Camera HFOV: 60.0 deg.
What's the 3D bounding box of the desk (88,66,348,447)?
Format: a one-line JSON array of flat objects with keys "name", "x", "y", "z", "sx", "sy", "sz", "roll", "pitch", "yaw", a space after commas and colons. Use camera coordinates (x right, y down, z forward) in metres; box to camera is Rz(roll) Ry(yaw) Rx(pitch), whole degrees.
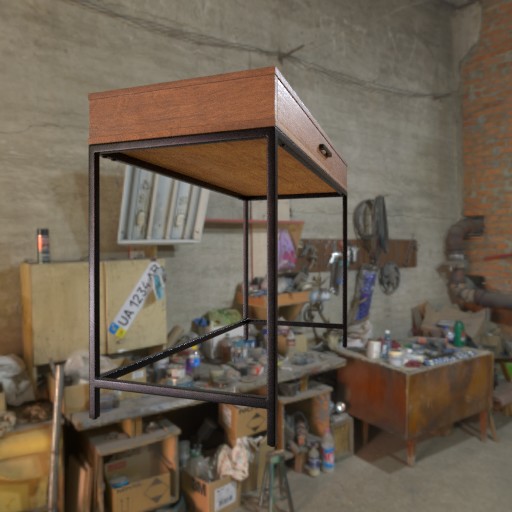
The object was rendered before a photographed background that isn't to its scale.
[{"name": "desk", "x": 0.000, "y": 0.000, "z": 1.436, "sx": 0.470, "sy": 0.762, "sz": 1.016, "roll": 0, "pitch": 0, "yaw": 20}]
